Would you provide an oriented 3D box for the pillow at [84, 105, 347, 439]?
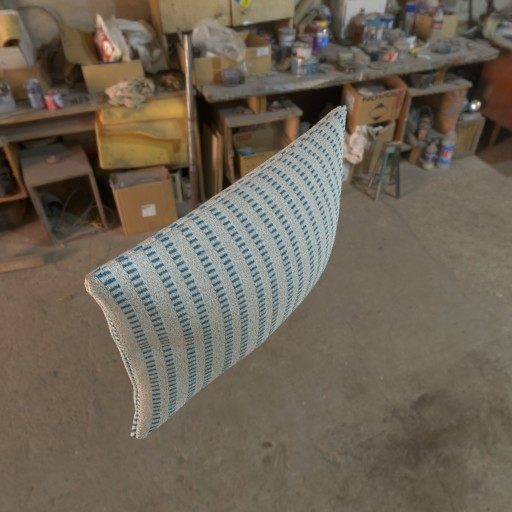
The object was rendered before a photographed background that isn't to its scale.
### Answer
[{"bbox_3d":[0.000,0.000,0.795,0.210,0.353,0.640,24,45,27],"label":"pillow"}]
